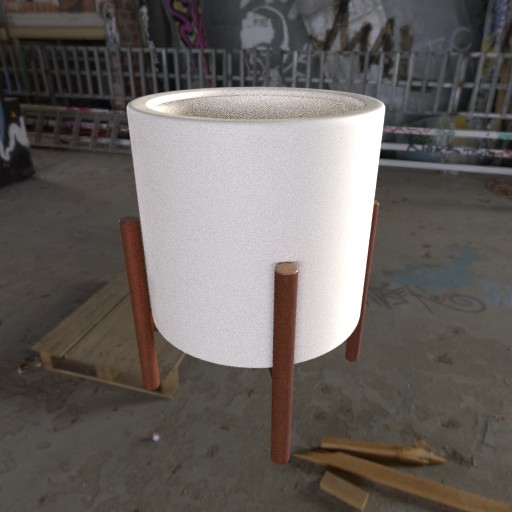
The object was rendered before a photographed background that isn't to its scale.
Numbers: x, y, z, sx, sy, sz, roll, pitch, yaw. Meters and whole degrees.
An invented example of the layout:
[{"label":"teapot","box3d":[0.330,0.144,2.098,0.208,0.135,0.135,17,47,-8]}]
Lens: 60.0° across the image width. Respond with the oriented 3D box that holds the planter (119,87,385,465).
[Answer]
[{"label":"planter","box3d":[0.000,0.000,0.869,0.421,0.581,0.420,18,32,32]}]
